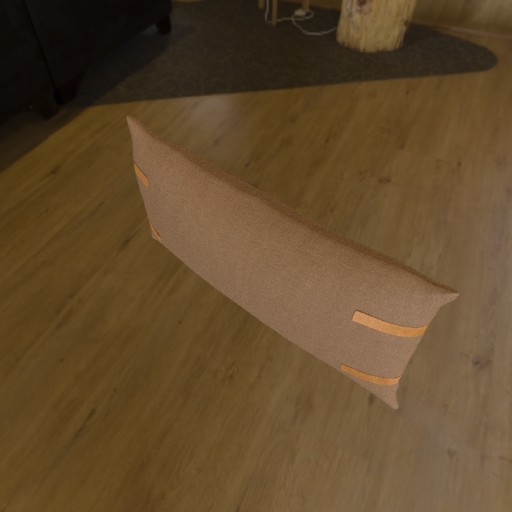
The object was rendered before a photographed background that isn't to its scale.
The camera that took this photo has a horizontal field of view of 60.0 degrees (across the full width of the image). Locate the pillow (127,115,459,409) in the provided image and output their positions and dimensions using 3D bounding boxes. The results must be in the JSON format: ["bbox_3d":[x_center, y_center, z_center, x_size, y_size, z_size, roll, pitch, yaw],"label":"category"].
[{"bbox_3d":[0.000,0.000,0.746,0.612,0.308,0.148,33,56,26],"label":"pillow"}]
